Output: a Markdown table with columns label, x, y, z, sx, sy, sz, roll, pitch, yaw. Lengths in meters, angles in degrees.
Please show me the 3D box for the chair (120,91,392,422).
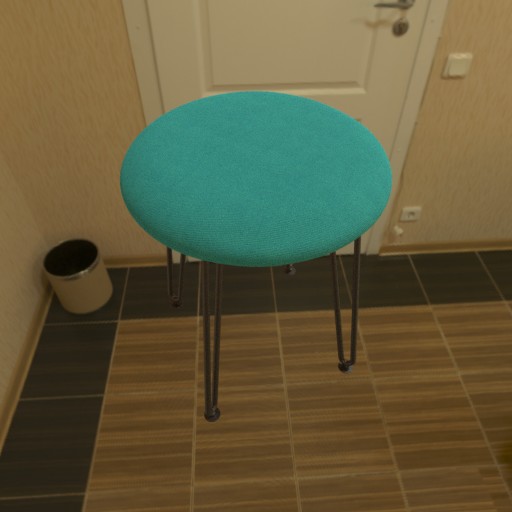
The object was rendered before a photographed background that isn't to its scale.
| label | x | y | z | sx | sy | sz | roll | pitch | yaw |
| --- | --- | --- | --- | --- | --- | --- | --- | --- | --- |
| chair | 0.000 | 0.000 | 0.706 | 0.350 | 0.430 | 0.350 | -25 | 51 | -22 |
